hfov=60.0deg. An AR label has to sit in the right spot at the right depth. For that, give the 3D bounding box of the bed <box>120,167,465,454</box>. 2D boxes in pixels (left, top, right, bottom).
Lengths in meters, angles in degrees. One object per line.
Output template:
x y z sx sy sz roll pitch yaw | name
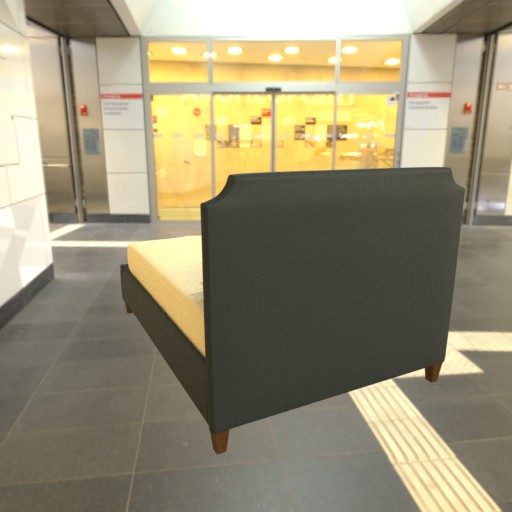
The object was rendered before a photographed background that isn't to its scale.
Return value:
0.000 0.000 3.468 1.712 1.443 2.372 -7 16 -26 | bed
